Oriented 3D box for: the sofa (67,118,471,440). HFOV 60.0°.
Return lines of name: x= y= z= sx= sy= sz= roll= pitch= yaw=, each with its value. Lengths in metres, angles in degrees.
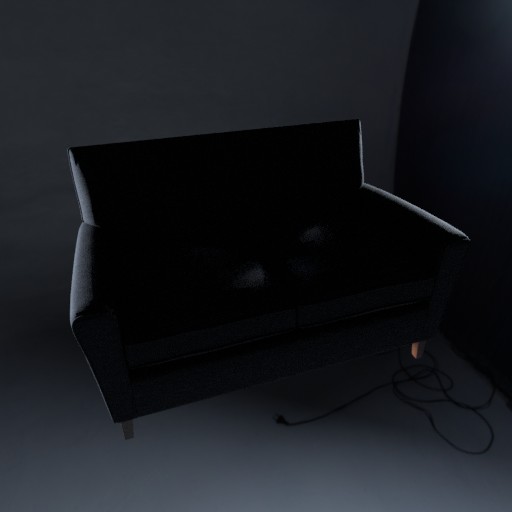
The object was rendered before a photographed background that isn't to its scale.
sofa: x=0.000 y=0.000 z=1.887 sx=1.420 sy=0.846 sz=0.875 roll=-10 pitch=34 yaw=-16
